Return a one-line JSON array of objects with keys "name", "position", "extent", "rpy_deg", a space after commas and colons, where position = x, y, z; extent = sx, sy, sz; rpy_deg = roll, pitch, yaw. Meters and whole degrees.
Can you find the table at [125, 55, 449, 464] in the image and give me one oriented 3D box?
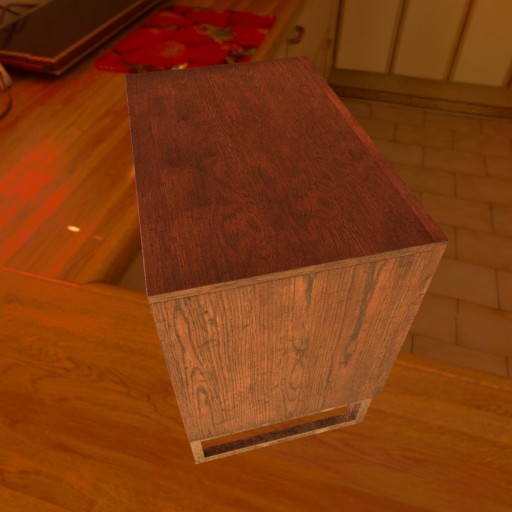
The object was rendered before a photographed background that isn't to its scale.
[{"name": "table", "position": [0.000, 0.000, 1.233], "extent": [0.542, 0.746, 0.767], "rpy_deg": [-10, 48, -9]}]
